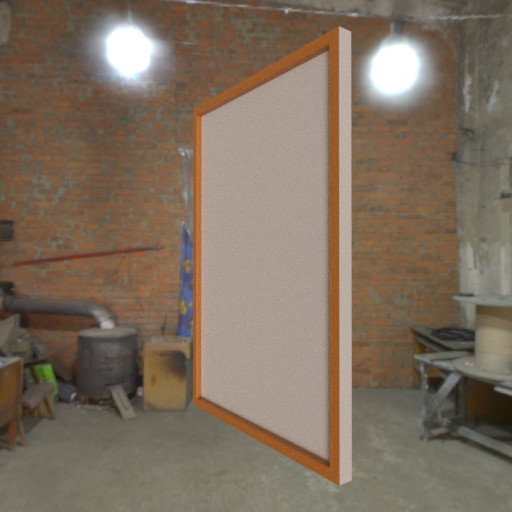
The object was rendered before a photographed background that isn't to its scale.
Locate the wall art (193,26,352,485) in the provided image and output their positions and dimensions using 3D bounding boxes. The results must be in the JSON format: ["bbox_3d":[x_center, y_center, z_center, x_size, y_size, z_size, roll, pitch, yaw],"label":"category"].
[{"bbox_3d":[0.000,0.000,1.138,0.037,0.916,0.610,0,0,-36],"label":"wall art"}]
